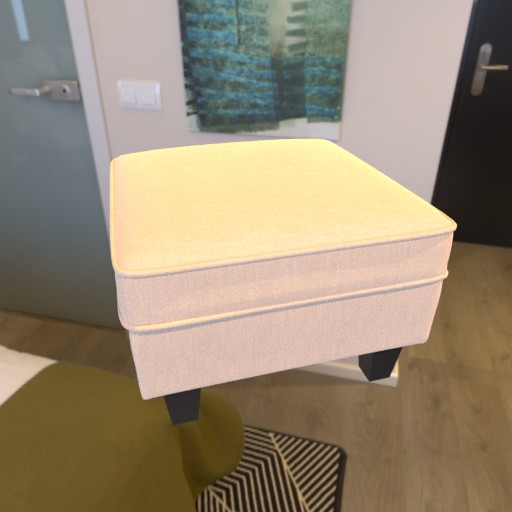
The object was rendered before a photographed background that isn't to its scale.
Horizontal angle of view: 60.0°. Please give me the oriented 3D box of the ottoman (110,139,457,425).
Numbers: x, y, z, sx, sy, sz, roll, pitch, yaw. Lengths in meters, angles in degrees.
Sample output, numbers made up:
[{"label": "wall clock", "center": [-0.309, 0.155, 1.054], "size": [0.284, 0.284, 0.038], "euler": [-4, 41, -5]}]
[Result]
[{"label": "ottoman", "center": [0.000, 0.000, 1.050], "size": [0.616, 0.438, 0.613], "euler": [-8, 31, -14]}]
